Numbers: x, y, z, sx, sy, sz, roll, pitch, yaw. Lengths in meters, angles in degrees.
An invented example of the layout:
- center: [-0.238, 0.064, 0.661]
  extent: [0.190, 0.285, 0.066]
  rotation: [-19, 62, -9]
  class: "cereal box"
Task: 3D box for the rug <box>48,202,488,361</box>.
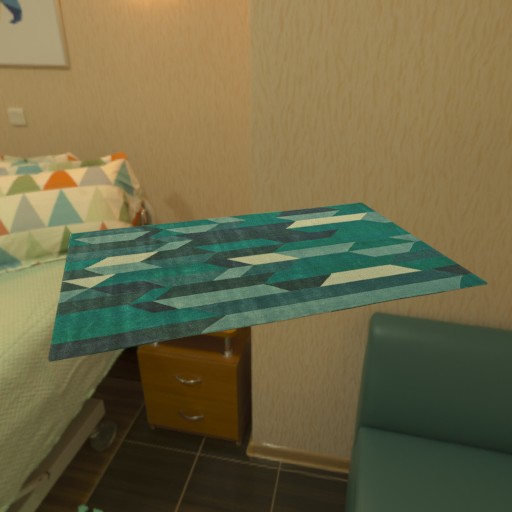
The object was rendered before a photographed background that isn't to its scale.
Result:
- center: [0.000, 0.000, 2.963]
  extent: [2.420, 0.005, 1.528]
  rotation: [-8, 27, -15]
  class: "rug"
